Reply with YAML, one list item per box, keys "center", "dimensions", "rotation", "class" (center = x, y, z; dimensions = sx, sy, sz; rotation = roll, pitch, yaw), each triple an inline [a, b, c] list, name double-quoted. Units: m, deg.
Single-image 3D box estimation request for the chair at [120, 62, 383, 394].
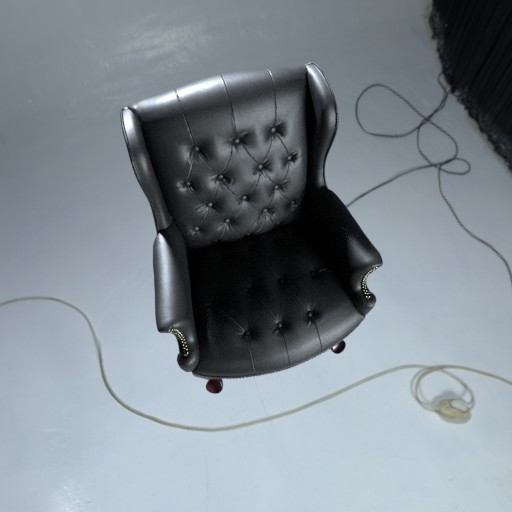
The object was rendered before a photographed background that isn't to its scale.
- center: [0.000, 0.000, 1.721]
  dimensions: [0.831, 1.133, 0.822]
  rotation: [-16, 64, -8]
  class: "chair"
